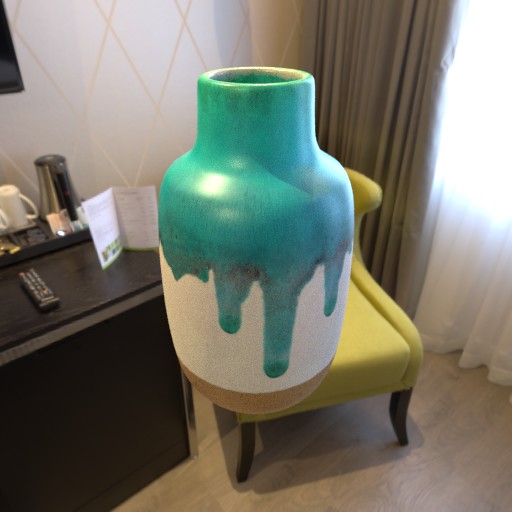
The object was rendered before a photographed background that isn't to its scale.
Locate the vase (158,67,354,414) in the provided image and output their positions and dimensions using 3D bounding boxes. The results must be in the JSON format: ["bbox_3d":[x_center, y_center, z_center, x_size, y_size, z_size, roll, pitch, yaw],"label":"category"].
[{"bbox_3d":[0.000,0.000,0.250,0.106,0.192,0.106,0,31,0],"label":"vase"}]
